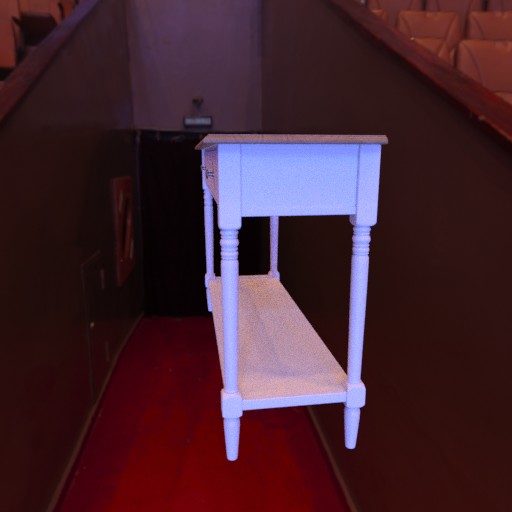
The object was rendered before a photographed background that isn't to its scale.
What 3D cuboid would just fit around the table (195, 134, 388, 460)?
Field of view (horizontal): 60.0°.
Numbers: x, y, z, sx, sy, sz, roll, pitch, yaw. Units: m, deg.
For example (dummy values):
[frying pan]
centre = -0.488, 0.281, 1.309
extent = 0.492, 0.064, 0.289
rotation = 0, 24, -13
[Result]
[table]
centre = 0.000, 0.000, 1.607
extent = 0.399, 0.800, 1.219
rotation = -2, 13, -8
